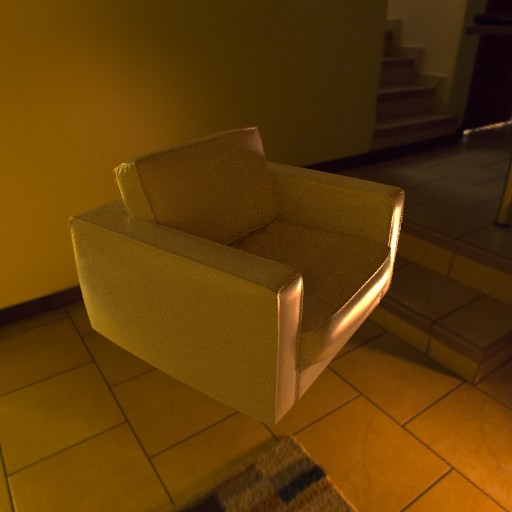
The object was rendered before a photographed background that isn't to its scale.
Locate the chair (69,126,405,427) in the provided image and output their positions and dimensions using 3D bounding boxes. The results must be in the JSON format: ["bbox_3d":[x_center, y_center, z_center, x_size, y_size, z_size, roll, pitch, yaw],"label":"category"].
[{"bbox_3d":[0.000,0.000,1.584,0.843,0.773,0.928,18,32,31],"label":"chair"}]
